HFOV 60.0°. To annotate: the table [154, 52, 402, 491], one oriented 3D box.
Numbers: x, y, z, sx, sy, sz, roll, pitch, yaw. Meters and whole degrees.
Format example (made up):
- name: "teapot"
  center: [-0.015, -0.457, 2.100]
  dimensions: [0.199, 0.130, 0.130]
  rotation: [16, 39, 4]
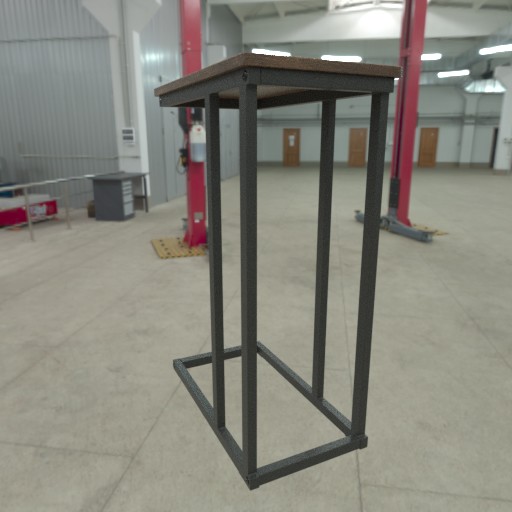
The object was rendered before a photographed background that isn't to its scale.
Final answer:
- name: "table"
  center: [0.000, 0.000, 0.857]
  dimensions: [0.254, 0.637, 0.450]
  rotation: [-7, 16, -25]
